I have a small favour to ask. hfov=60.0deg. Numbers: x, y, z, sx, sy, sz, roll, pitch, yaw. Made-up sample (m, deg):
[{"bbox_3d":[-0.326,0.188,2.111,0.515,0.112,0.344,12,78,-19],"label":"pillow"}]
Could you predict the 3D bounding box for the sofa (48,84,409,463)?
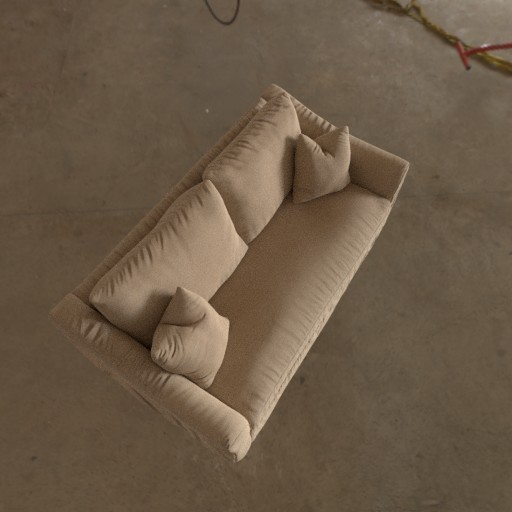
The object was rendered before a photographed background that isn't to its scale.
[{"bbox_3d":[0.000,0.000,2.647,1.072,1.018,2.010,29,63,17],"label":"sofa"}]
